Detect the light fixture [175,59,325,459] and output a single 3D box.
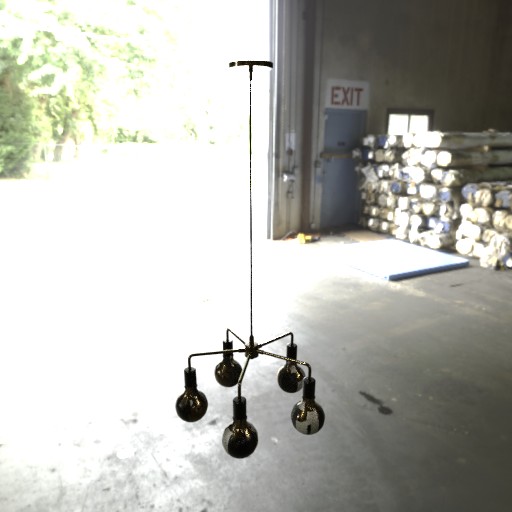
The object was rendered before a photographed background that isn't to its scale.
[{"bbox_3d":[0.000,0.000,1.230,0.421,0.988,0.438,-14,21,-43],"label":"light fixture"}]
